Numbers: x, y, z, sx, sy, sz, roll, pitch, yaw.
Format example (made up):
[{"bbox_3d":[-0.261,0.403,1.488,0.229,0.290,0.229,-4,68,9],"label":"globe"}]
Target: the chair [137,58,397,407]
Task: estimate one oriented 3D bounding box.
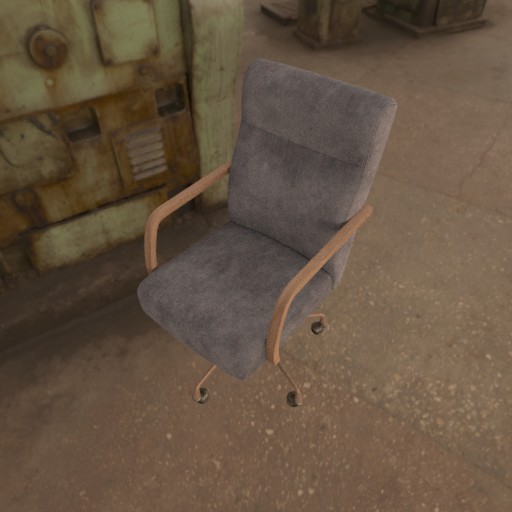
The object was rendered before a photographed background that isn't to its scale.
[{"bbox_3d":[0.000,0.000,1.508,0.640,1.029,0.741,29,52,26],"label":"chair"}]
